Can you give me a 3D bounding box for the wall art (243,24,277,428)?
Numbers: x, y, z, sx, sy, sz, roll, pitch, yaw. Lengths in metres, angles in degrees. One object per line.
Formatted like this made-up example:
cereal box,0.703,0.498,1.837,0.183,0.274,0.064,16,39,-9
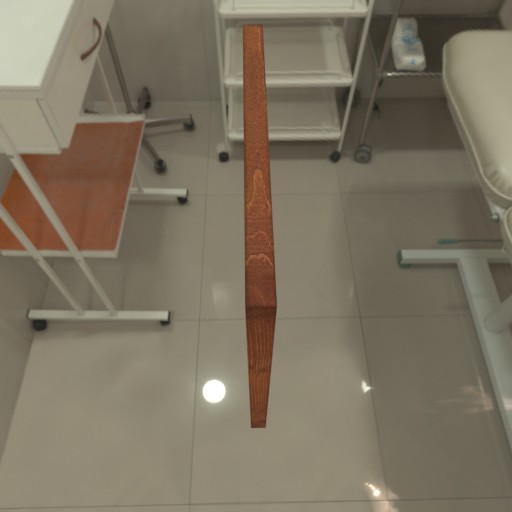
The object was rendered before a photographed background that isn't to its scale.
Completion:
wall art,0.000,0.000,0.771,0.030,0.558,0.462,-1,58,-1
